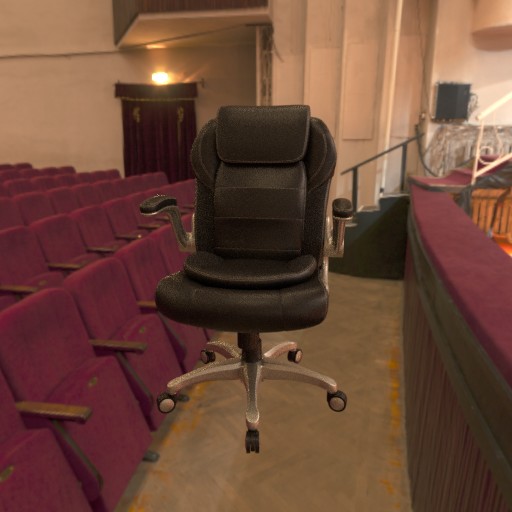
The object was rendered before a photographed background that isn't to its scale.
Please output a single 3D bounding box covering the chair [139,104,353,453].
[{"bbox_3d":[0.000,0.000,1.677,0.724,1.141,0.801,2,14,8],"label":"chair"}]
